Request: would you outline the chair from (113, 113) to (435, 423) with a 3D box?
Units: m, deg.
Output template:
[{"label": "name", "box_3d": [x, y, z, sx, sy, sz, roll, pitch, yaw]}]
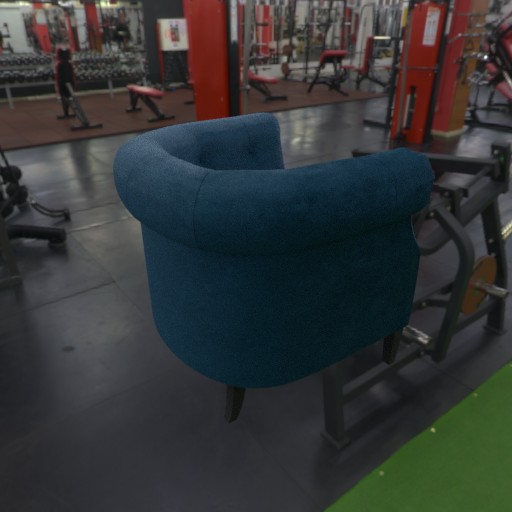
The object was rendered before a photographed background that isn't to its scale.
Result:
[{"label": "chair", "box_3d": [0.000, 0.000, 1.559, 0.851, 0.826, 0.904, -18, 33, -30]}]
